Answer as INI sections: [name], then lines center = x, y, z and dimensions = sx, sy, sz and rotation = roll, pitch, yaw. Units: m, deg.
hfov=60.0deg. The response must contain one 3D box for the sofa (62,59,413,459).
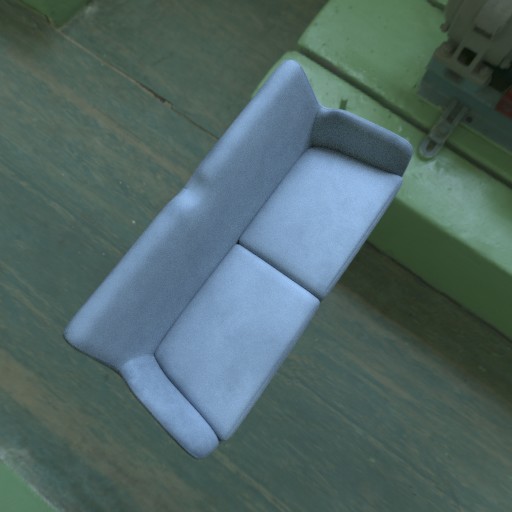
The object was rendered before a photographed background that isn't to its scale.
[sofa]
center = 0.000, 0.000, 2.320
dimensions = 0.850, 0.810, 1.870
rotation = 35, 78, 8
